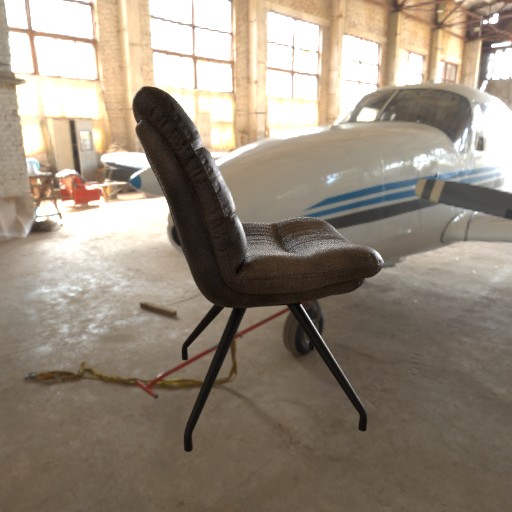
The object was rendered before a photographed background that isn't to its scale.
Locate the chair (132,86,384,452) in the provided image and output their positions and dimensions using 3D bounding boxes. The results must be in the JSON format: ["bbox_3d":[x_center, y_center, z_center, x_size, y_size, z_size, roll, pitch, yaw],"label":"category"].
[{"bbox_3d":[0.000,0.000,1.276,0.622,0.870,0.549,-3,16,-9],"label":"chair"}]
